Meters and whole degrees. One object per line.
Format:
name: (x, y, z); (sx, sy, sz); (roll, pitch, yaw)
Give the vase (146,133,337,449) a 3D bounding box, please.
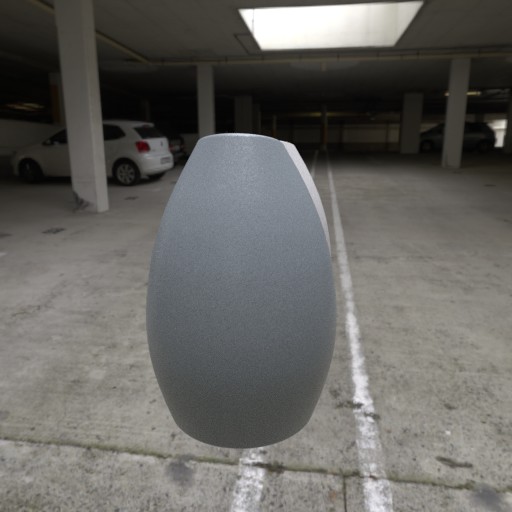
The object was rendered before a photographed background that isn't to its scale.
vase: (0.000, 0.000, 0.255); (0.089, 0.131, 0.187); (2, 13, 8)
